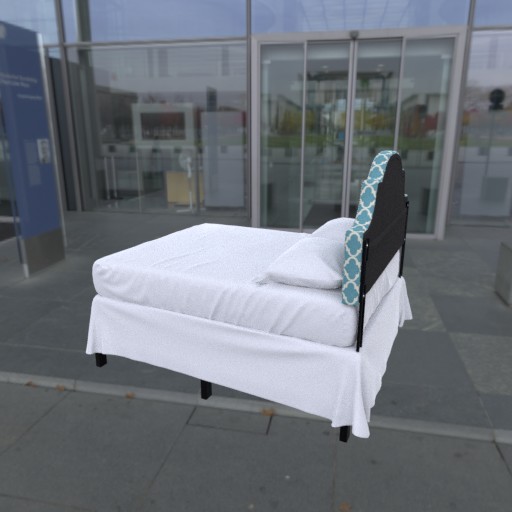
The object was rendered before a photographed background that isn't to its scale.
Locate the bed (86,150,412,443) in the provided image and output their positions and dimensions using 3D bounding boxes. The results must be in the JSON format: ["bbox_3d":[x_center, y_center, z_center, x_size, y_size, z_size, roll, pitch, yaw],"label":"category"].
[{"bbox_3d":[0.000,0.000,3.451,2.222,1.633,1.780,8,18,25],"label":"bed"}]
